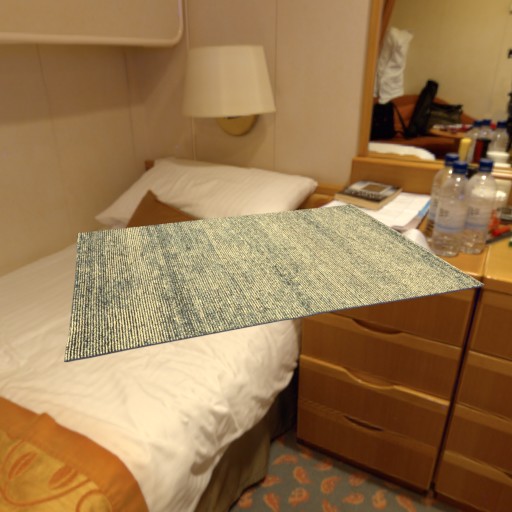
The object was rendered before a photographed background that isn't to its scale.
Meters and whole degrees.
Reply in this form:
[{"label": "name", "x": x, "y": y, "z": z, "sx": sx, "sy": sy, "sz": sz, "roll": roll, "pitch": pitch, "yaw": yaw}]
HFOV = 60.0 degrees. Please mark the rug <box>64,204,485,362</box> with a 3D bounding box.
[{"label": "rug", "x": 0.000, "y": 0.000, "z": 3.006, "sx": 2.349, "sy": 0.030, "sz": 1.624, "roll": -8, "pitch": 26, "yaw": -16}]
